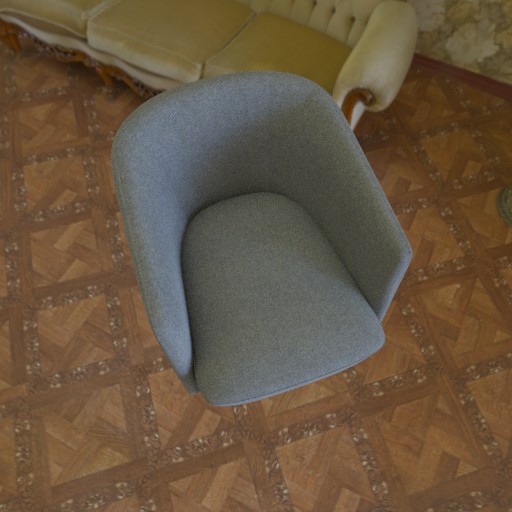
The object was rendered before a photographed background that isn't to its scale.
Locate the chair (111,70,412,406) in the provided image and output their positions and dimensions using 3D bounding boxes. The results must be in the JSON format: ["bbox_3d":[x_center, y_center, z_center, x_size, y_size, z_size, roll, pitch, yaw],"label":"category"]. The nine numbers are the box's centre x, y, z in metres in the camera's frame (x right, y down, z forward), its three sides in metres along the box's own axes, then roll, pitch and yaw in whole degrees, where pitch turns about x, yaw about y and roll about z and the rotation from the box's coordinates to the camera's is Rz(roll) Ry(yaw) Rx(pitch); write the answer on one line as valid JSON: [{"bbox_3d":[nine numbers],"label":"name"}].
[{"bbox_3d":[0.000,0.000,1.657,0.822,0.861,0.986,-16,63,-9],"label":"chair"}]
